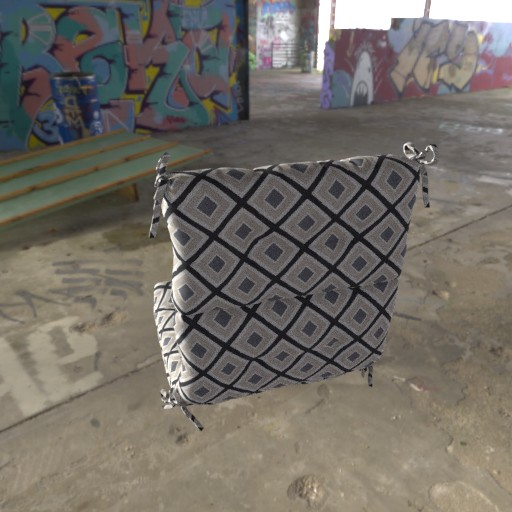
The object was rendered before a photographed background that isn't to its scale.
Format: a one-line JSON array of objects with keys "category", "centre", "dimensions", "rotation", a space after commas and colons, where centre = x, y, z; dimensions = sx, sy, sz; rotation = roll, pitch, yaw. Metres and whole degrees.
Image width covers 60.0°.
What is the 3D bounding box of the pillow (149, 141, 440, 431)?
[{"category": "pillow", "centre": [0.000, 0.000, 1.042], "dimensions": [0.519, 0.605, 0.571], "rotation": [-8, 27, -16]}]
